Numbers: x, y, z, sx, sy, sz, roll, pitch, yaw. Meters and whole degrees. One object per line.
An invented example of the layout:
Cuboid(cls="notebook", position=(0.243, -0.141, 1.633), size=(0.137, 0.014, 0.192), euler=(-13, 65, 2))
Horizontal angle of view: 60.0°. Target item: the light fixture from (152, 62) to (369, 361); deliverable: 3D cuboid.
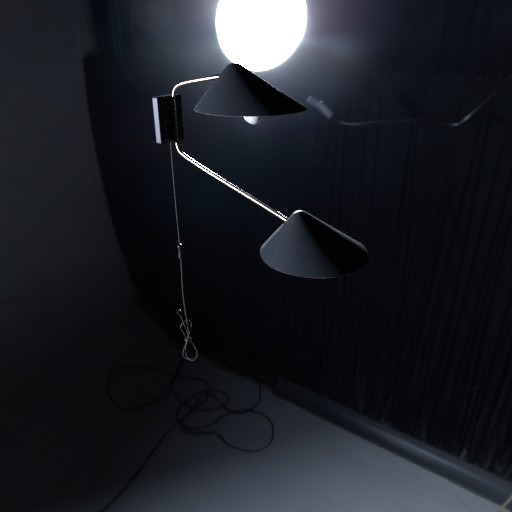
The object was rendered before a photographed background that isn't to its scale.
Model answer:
Cuboid(cls="light fixture", position=(0.000, 0.000, 0.834), size=(0.422, 0.665, 0.189), euler=(16, 30, 30))
